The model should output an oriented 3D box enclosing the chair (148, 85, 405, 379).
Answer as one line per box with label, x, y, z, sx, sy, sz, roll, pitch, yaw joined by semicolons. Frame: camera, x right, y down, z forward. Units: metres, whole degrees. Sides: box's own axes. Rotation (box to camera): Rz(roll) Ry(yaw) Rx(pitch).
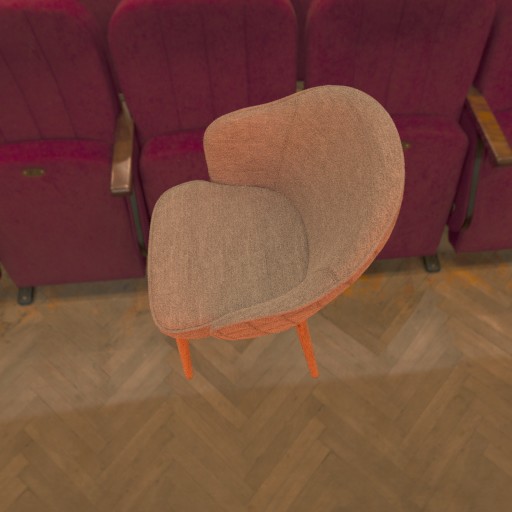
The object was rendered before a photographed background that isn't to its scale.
chair;0.000;0.000;1.136;0.530;0.800;0.540;-4;60;-2
